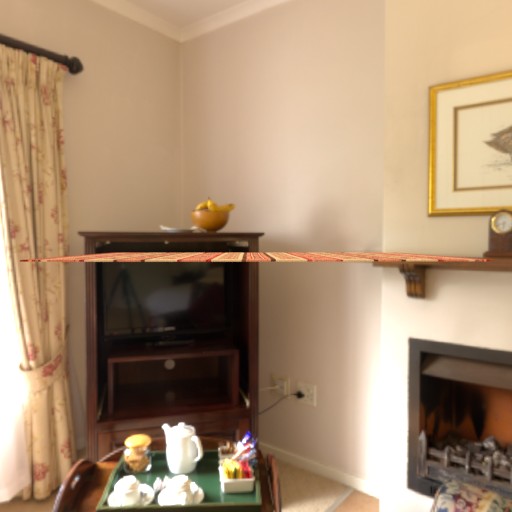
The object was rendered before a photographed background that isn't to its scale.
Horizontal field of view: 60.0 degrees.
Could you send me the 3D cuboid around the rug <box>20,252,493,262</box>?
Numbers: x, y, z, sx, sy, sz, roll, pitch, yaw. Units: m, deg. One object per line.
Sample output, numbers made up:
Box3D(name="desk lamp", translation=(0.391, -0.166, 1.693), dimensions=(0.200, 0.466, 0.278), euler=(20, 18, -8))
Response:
Box3D(name="rug", translation=(0.000, 0.000, 3.036), dimensions=(2.431, 0.010, 1.535), euler=(0, 2, -1))
